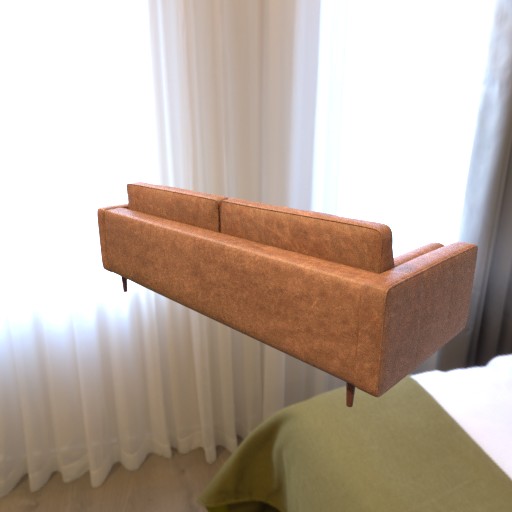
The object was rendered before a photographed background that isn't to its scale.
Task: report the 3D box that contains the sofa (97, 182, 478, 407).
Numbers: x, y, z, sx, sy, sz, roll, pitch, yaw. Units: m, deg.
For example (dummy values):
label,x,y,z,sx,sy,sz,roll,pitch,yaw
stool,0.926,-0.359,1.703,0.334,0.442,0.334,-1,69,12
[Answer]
label,x,y,z,sx,sy,sz,roll,pitch,yaw
sofa,0.000,0.000,2.641,0.914,0.762,2.210,-16,23,-43
